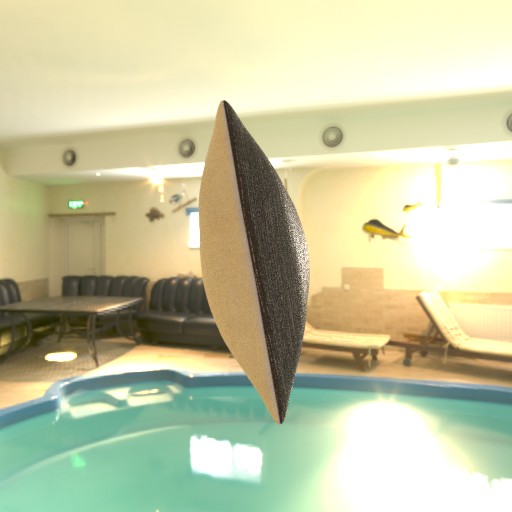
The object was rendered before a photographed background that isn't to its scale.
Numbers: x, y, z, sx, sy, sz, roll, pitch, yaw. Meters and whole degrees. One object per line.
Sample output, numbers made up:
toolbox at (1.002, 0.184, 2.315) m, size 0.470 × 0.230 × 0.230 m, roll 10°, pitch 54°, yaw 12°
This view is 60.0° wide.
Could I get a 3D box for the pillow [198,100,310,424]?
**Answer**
pillow at (0.000, 0.000, 0.717) m, size 0.156 × 0.305 × 0.608 m, roll 0°, pitch 1°, yaw 0°
